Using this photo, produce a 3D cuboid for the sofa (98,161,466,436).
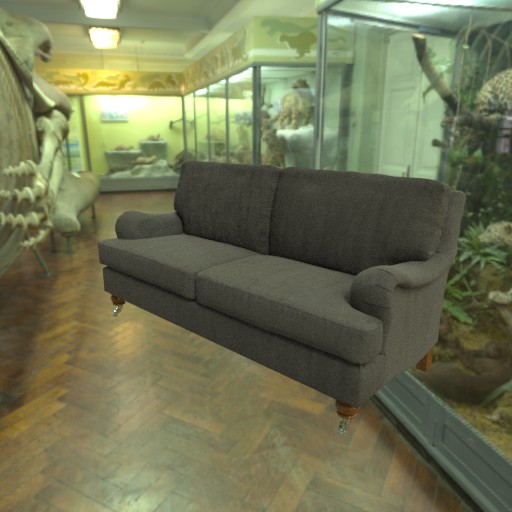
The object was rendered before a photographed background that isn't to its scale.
[{"bbox_3d":[0.000,0.000,2.795,2.165,1.087,1.086,14,21,41],"label":"sofa"}]
